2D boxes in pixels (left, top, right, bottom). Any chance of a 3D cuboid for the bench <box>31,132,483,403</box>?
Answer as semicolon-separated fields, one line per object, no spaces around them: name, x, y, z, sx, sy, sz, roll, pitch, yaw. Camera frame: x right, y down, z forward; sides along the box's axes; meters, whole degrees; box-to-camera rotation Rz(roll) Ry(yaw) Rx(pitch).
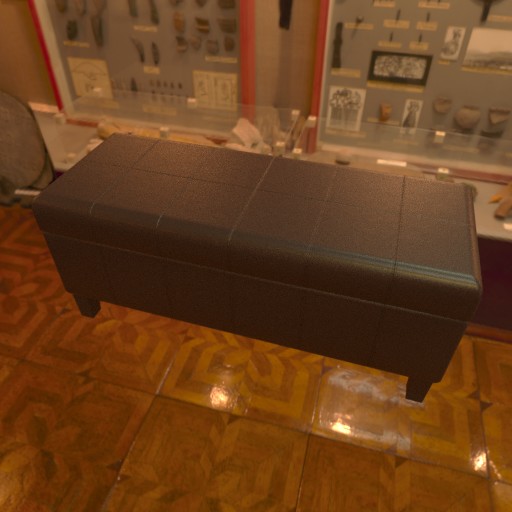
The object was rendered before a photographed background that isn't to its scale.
bench;0.000;0.000;1.298;1.092;0.457;0.429;11;42;13
